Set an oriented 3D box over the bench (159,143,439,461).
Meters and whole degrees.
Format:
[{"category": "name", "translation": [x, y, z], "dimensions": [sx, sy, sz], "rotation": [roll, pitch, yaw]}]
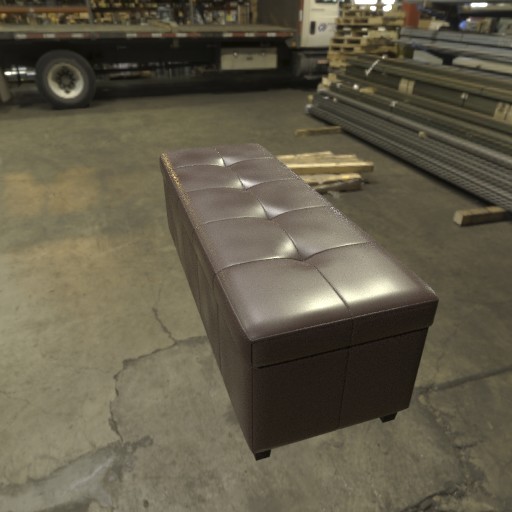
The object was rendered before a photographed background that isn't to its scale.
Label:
[{"category": "bench", "translation": [0.000, 0.000, 1.463], "dimensions": [0.450, 0.417, 1.219], "rotation": [-9, 32, -16]}]
